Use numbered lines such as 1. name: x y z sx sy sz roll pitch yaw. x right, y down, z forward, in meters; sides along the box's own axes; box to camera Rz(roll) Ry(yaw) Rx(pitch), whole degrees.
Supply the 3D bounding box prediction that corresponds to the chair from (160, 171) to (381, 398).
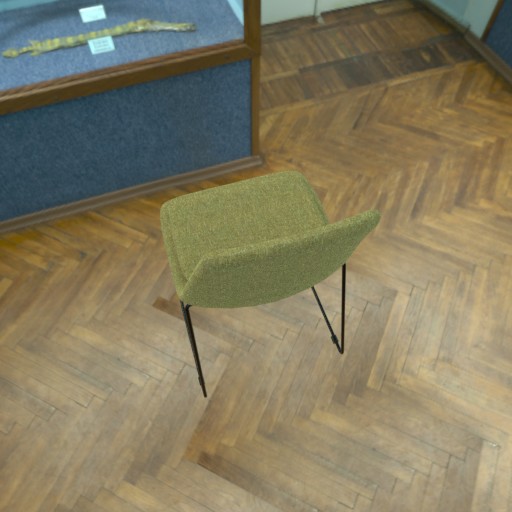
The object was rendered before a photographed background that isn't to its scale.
1. chair: 0.000 0.000 1.178 0.479 0.849 0.496 -15 60 -9
